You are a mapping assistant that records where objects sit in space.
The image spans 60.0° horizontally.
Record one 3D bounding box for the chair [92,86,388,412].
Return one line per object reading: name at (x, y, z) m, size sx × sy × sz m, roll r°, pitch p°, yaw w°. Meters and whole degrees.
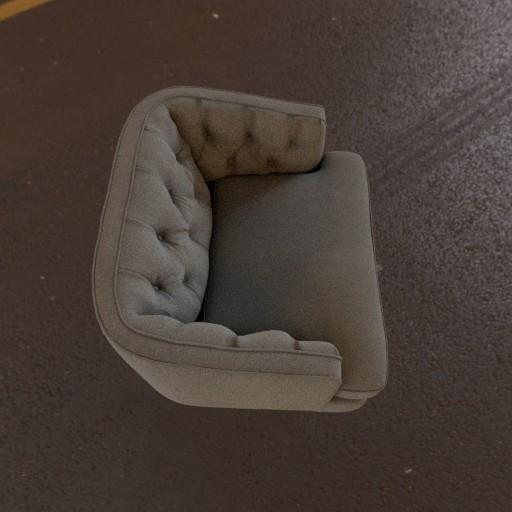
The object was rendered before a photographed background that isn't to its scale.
chair at (0.000, 0.000, 1.746) m, size 0.945 × 0.852 × 1.094 m, roll 1°, pitch 63°, yaw 1°
